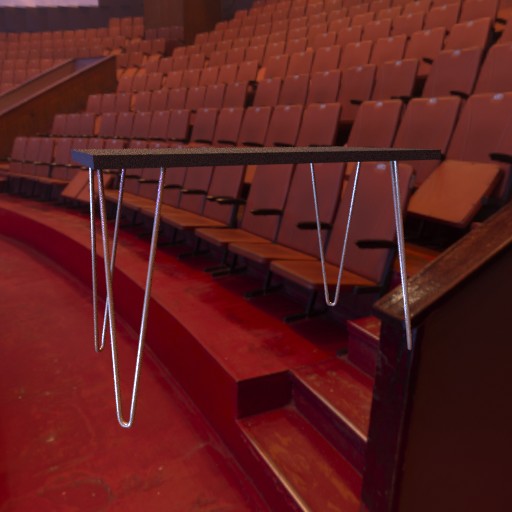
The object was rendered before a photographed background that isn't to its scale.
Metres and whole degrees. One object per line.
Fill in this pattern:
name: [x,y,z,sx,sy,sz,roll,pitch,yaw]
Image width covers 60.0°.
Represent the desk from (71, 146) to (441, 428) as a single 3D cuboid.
desk: [0.000,0.000,1.413,0.991,0.660,0.499,-7,17,-26]
